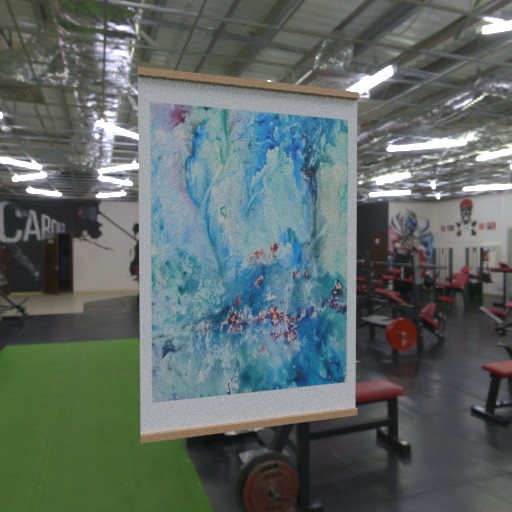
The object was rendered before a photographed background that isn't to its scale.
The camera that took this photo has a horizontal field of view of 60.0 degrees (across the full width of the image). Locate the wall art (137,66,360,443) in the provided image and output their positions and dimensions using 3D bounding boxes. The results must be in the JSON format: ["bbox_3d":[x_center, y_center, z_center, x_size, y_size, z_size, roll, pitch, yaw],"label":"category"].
[{"bbox_3d":[0.000,0.000,0.656,0.335,0.510,0.013,-1,2,-17],"label":"wall art"}]
